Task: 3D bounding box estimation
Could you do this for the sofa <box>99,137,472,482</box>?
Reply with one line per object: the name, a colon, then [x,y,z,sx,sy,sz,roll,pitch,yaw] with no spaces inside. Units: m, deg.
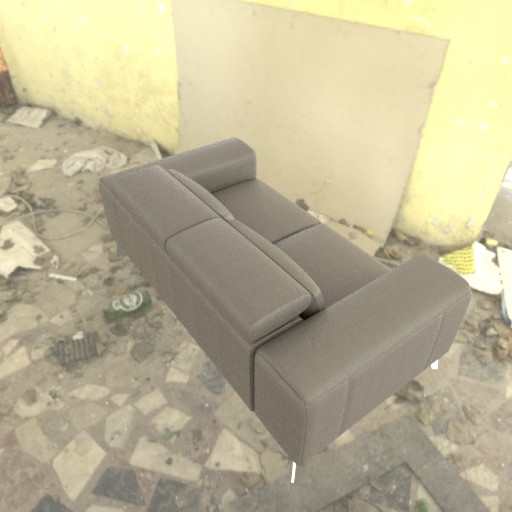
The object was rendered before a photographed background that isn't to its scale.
sofa: [0.000,0.000,2.444,1.024,0.753,1.930,-25,46,-27]
